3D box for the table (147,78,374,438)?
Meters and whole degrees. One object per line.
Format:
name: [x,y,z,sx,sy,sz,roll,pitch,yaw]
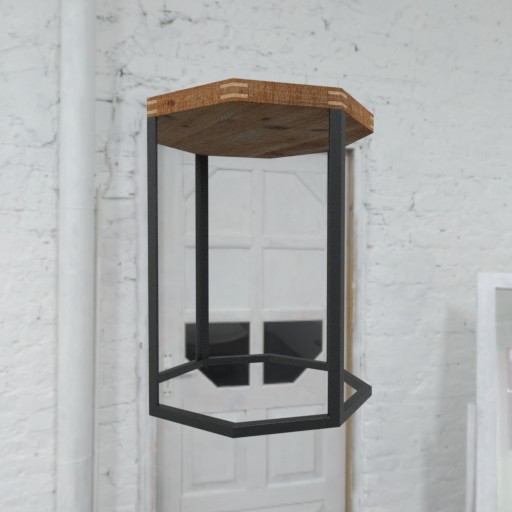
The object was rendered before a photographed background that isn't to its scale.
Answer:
table: [0.000,0.000,0.893,0.458,0.543,0.458,-1,2,-36]
